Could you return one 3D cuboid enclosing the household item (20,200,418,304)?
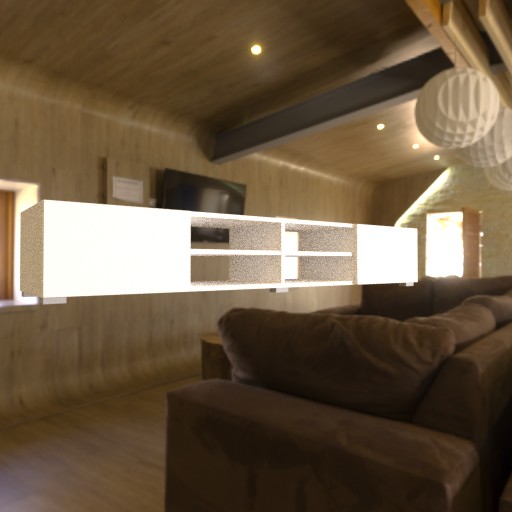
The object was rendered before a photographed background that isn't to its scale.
[{"bbox_3d":[0.000,0.000,2.012,1.850,0.310,0.420,1,-1,-36],"label":"household item"}]
